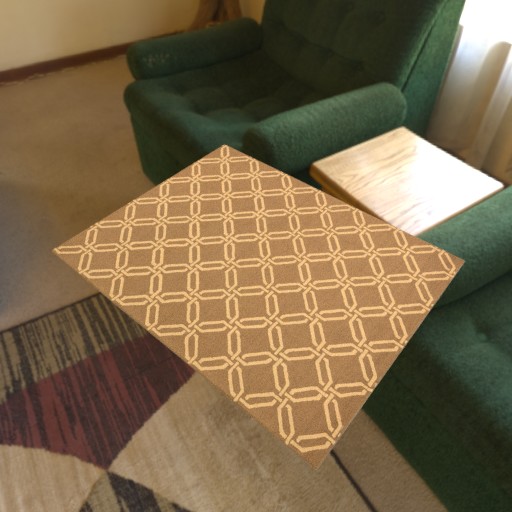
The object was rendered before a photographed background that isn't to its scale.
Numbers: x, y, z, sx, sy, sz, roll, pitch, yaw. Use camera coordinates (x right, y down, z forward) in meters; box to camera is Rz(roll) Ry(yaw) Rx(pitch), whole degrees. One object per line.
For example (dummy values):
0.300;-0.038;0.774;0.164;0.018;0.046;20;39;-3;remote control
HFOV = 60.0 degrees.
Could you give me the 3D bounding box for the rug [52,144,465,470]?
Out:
0.000;0.000;3.947;2.895;0.018;2.288;31;54;27;rug
